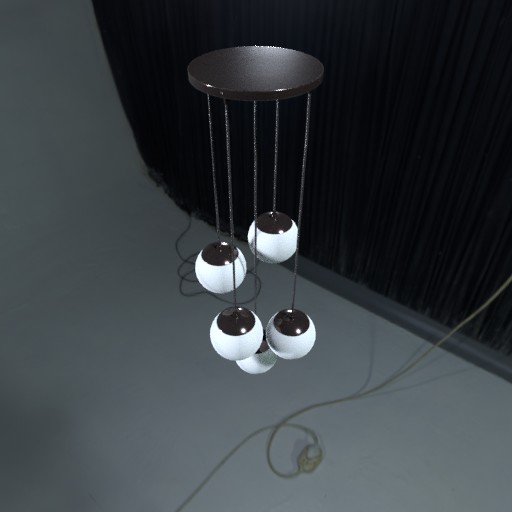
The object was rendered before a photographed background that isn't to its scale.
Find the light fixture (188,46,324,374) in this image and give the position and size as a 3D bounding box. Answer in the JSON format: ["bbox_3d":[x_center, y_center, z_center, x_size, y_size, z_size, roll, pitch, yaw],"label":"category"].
[{"bbox_3d":[0.000,0.000,1.541,0.484,1.271,0.489,26,47,27],"label":"light fixture"}]
